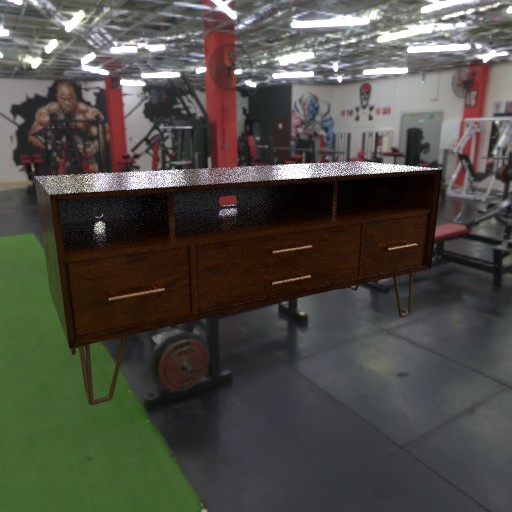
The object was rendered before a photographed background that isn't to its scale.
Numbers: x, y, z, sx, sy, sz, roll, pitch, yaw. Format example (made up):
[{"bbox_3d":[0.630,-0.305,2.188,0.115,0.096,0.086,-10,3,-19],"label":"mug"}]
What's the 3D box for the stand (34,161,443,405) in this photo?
[{"bbox_3d":[0.000,0.000,1.639,1.372,0.610,0.481,-9,18,-28],"label":"stand"}]
